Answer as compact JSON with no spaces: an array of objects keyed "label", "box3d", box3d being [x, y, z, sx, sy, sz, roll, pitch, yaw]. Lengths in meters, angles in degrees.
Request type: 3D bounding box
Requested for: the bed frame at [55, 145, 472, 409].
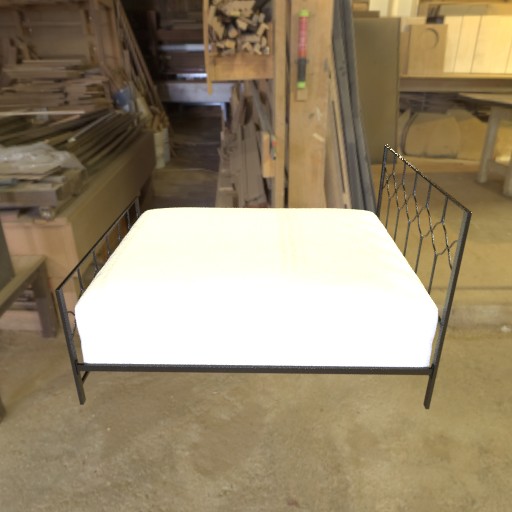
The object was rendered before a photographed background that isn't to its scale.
[{"label":"bed frame","box3d":[0.000,0.000,3.081,2.063,1.222,1.597,0,25,1]}]
